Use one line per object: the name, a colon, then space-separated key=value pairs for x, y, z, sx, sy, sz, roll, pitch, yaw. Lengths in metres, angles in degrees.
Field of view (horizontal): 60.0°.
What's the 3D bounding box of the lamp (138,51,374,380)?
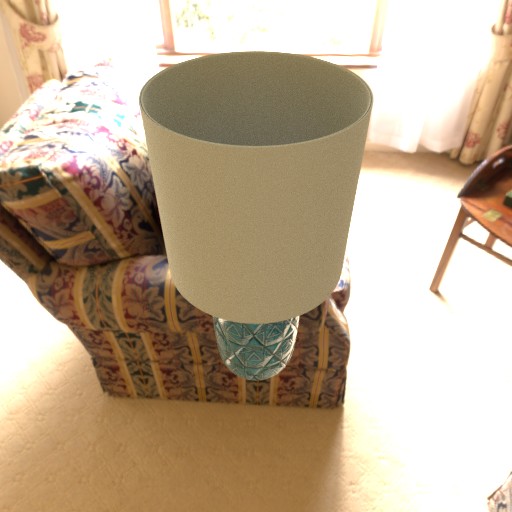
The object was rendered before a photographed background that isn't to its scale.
lamp: x=0.000 y=0.000 z=0.498 sx=0.193 sy=0.377 sz=0.193 roll=-27 pitch=49 yaw=-26
